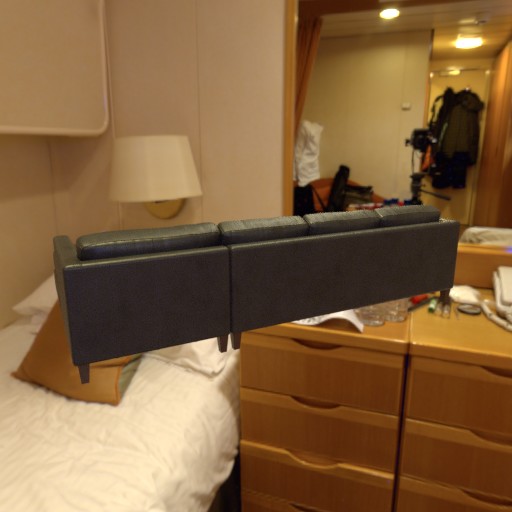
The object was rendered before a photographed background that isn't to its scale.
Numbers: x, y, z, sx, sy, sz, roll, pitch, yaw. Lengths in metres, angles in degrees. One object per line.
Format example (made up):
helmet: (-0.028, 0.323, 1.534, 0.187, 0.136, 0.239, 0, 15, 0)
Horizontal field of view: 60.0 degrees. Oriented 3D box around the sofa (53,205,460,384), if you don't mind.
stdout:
sofa: (0.000, 0.000, 3.898, 3.203, 0.883, 1.581, -7, 16, -26)
